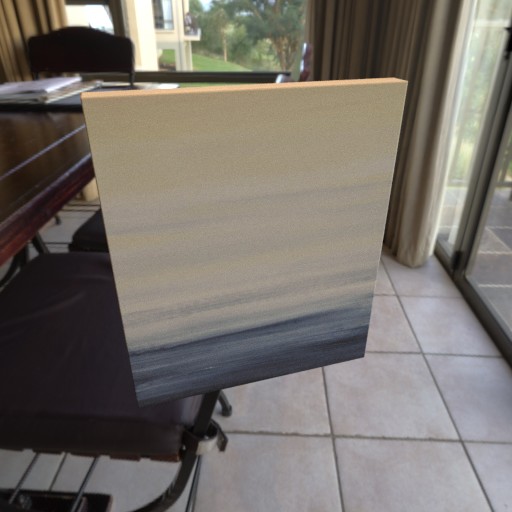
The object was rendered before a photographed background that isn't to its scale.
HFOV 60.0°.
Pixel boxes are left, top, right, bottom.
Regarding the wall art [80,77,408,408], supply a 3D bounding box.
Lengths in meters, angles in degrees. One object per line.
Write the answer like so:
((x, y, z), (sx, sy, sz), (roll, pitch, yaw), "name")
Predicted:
((0.000, 0.000, 0.707), (0.435, 0.511, 0.037), (-9, 31, -15), "wall art")
